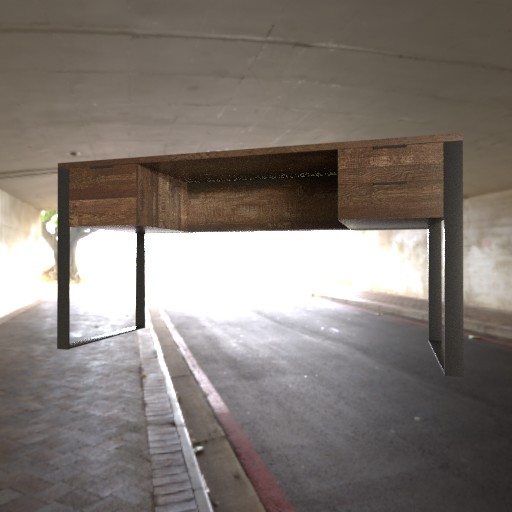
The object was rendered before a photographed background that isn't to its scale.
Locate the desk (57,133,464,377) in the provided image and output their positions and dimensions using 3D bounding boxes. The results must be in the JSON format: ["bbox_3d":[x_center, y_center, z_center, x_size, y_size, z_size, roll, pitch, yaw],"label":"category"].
[{"bbox_3d":[0.000,0.000,1.882,1.524,0.762,0.599,0,0,17],"label":"desk"}]
